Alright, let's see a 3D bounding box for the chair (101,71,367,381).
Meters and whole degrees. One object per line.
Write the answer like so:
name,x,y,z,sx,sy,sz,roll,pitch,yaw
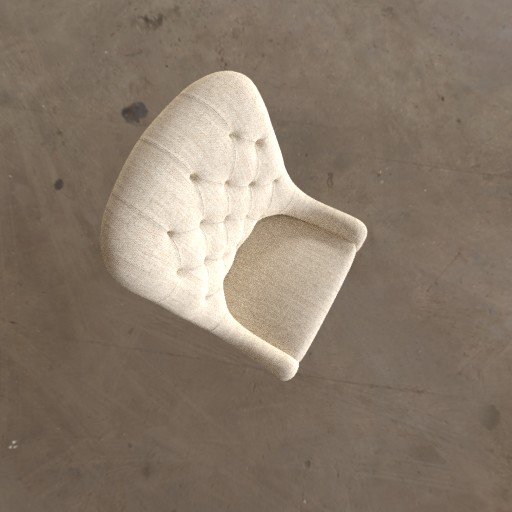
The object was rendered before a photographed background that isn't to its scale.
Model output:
chair,0.000,0.000,1.510,0.629,1.091,0.634,28,78,7
